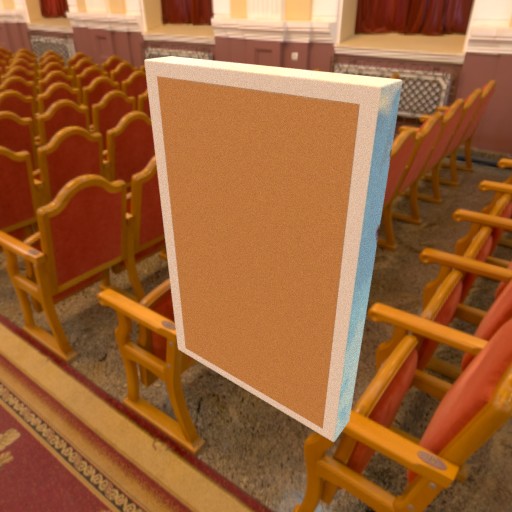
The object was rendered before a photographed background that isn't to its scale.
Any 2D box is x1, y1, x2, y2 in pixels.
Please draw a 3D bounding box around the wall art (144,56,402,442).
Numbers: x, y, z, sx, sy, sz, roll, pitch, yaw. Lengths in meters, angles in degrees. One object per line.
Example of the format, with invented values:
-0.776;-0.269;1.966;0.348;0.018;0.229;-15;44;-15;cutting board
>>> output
0.000;0.000;0.482;0.251;0.380;0.039;21;36;32;wall art
